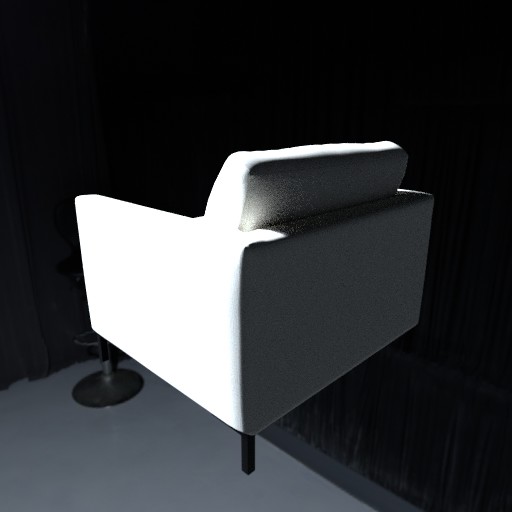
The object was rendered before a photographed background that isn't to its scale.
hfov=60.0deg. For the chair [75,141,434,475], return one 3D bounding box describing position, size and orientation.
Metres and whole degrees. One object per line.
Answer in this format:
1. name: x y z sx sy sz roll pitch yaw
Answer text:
1. chair: 0.000 0.000 1.608 0.875 0.806 0.964 16 24 42
